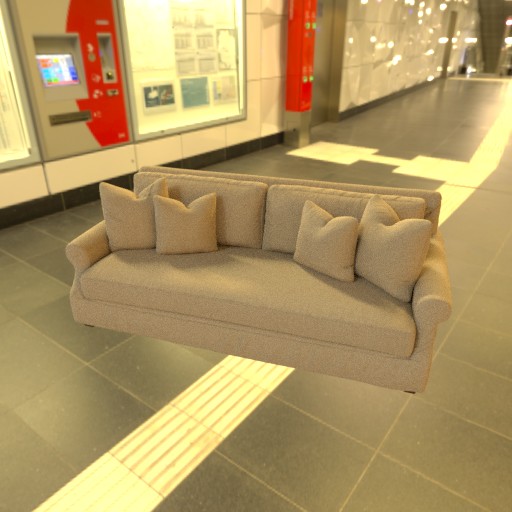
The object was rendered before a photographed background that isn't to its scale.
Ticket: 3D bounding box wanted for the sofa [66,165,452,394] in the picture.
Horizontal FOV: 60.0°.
[{"bbox_3d":[0.000,0.000,2.846,2.285,0.904,1.067,8,27,16],"label":"sofa"}]
